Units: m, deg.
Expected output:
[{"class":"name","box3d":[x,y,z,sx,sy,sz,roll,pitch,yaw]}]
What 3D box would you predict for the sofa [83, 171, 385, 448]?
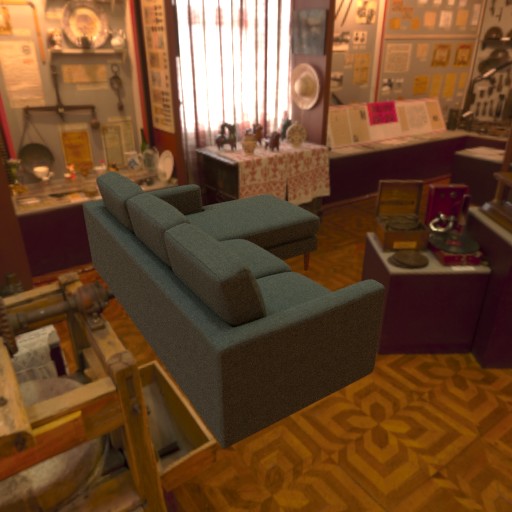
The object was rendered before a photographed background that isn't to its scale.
[{"class":"sofa","box3d":[0.000,0.000,2.920,1.667,0.957,2.055,-16,30,-30]}]
